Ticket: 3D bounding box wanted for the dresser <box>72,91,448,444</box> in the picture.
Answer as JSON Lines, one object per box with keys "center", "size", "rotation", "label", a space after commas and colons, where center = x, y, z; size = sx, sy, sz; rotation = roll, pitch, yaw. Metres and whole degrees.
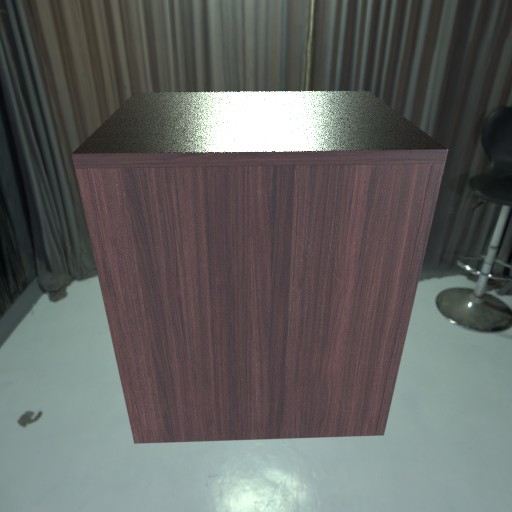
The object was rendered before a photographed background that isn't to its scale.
{"center": [0.000, 0.000, 0.744], "size": [0.400, 0.470, 0.360], "rotation": [-1, 31, -2], "label": "dresser"}
